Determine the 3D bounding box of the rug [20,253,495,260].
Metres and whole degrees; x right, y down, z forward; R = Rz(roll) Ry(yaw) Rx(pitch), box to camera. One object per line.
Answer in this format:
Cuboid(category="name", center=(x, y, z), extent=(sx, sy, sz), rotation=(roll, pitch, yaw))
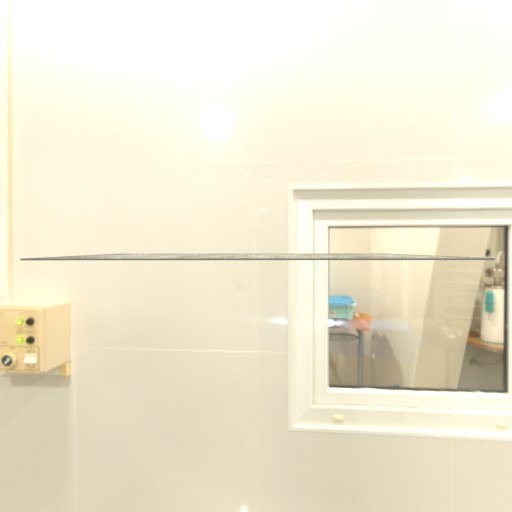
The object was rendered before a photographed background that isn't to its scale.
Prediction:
Cuboid(category="rug", center=(0.000, 0.000, 4.269), extent=(3.307, 0.013, 2.393), rotation=(0, 1, -2))
